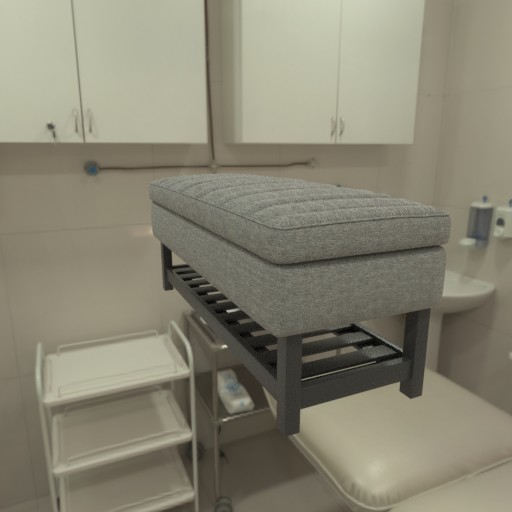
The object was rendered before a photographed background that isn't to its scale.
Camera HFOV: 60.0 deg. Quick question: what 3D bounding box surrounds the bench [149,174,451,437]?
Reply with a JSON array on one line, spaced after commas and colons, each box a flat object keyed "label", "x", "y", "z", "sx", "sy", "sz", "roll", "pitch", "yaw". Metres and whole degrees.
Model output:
[{"label": "bench", "x": 0.000, "y": 0.000, "z": 1.352, "sx": 0.429, "sy": 0.470, "sz": 1.100, "roll": -6, "pitch": 15, "yaw": -24}]
